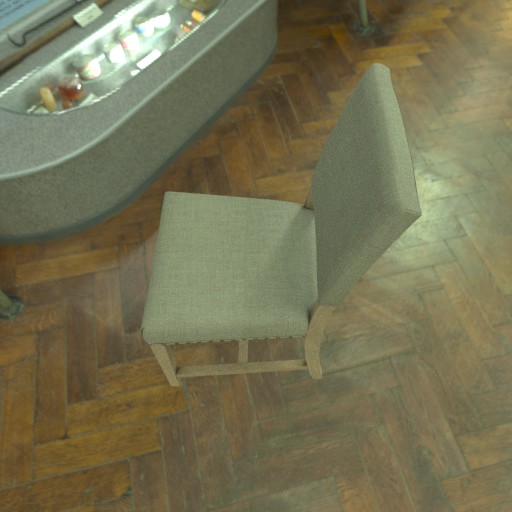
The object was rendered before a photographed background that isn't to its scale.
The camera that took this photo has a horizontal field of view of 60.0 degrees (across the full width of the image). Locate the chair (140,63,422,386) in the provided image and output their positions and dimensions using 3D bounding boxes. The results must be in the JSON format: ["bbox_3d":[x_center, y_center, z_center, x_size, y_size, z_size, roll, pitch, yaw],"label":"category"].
[{"bbox_3d":[0.000,0.000,1.312,0.622,0.986,0.508,1,57,1],"label":"chair"}]
